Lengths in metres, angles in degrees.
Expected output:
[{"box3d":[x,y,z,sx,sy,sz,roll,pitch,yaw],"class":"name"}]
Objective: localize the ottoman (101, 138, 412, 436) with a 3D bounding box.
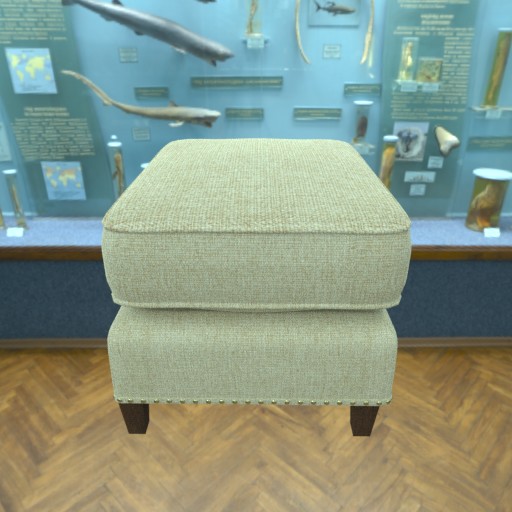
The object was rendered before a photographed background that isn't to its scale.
[{"box3d":[0.000,0.000,1.162,0.589,0.537,0.738,0,27,1],"class":"ottoman"}]
